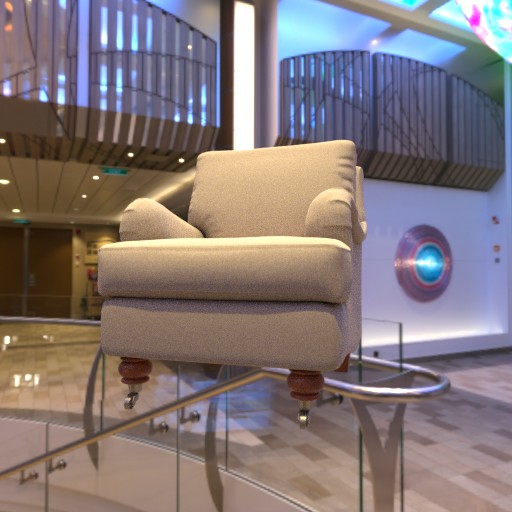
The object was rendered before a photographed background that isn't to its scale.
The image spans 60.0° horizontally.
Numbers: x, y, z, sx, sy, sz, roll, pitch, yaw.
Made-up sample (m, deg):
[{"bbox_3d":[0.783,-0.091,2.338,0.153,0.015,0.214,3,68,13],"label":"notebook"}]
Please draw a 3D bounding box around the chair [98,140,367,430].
[{"bbox_3d":[0.000,0.000,1.901,0.895,1.076,1.078,0,-2,18],"label":"chair"}]
